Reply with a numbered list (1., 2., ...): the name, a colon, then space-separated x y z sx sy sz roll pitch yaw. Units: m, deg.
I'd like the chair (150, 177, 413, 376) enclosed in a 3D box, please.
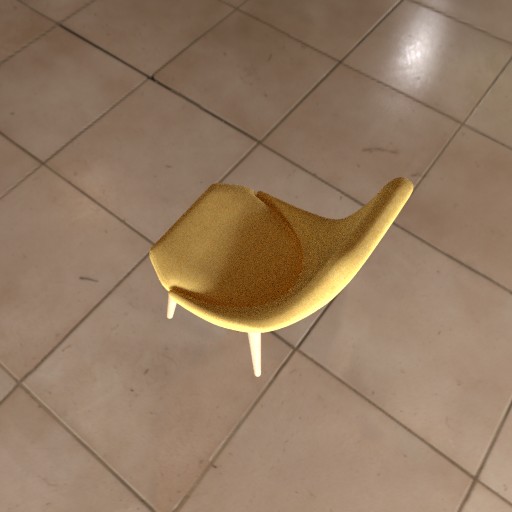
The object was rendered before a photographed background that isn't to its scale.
1. chair: 0.000 0.000 1.431 0.660 1.040 0.510 33 68 16
